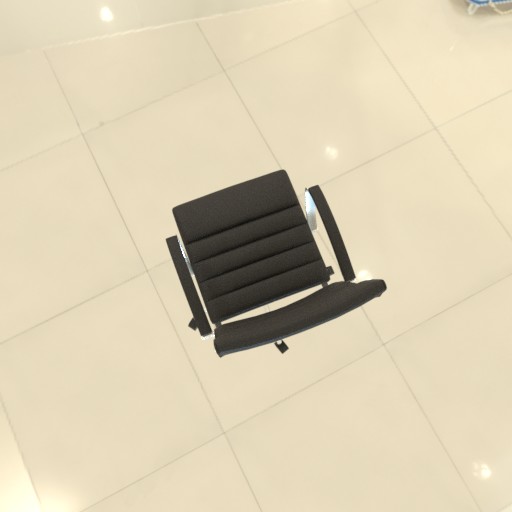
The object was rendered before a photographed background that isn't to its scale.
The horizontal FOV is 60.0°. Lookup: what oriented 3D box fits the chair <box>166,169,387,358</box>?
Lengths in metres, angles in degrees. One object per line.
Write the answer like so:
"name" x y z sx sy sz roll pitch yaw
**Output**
"chair" 0.000 0.000 1.668 0.766 1.149 0.739 -20 77 -5
